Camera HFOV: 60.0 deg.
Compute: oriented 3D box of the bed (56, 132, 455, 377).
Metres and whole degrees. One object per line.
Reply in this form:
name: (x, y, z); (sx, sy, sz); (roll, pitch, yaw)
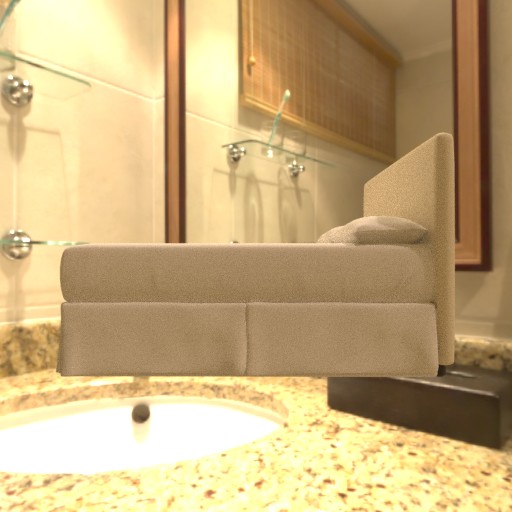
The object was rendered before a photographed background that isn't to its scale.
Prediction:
bed: (0.000, 0.000, 3.142); (2.147, 1.330, 1.714); (0, 0, 0)
